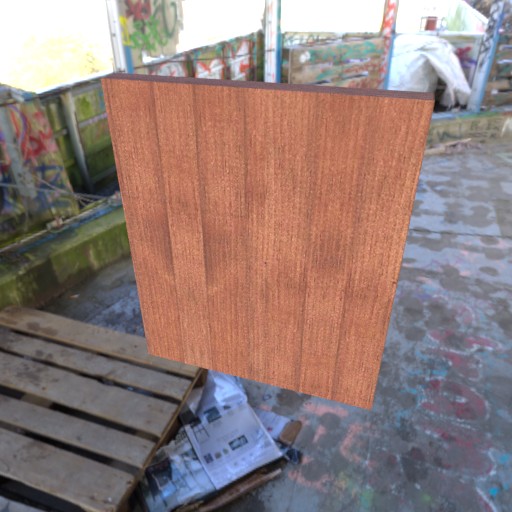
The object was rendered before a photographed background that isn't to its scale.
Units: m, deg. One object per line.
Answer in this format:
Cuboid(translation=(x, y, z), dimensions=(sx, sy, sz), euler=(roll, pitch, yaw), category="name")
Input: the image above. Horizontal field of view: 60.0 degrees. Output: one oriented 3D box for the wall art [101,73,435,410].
Cuboid(translation=(0.000, 0.000, 0.613), dimensions=(0.377, 0.449, 0.039), euler=(10, 33, 15), category="wall art")
